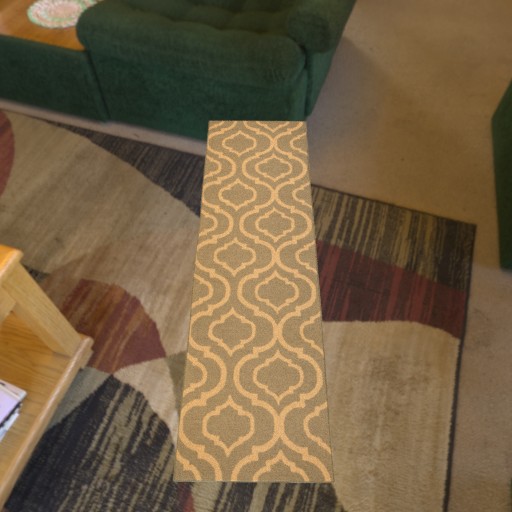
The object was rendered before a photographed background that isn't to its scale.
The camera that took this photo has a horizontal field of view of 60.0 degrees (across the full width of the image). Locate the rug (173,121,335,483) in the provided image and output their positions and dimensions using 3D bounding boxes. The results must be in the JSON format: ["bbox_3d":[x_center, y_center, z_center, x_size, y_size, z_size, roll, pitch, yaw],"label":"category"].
[{"bbox_3d":[0.000,0.000,2.487,0.684,0.009,2.275,0,56,0],"label":"rug"}]
